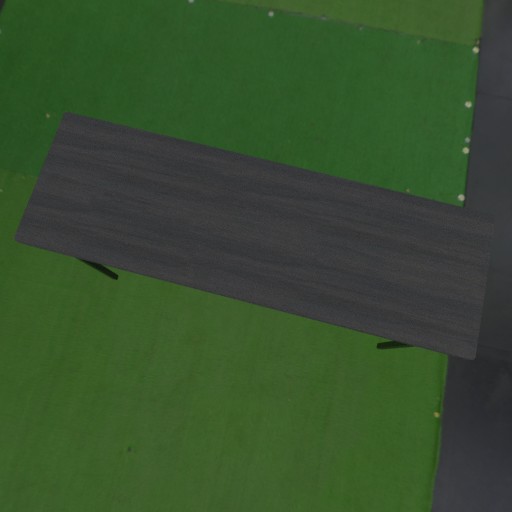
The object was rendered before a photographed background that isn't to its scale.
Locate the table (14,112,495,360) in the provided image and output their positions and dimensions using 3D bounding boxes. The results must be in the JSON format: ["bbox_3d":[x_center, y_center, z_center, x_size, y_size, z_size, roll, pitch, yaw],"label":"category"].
[{"bbox_3d":[0.000,0.000,1.711,1.399,0.750,0.449,14,77,3],"label":"table"}]
